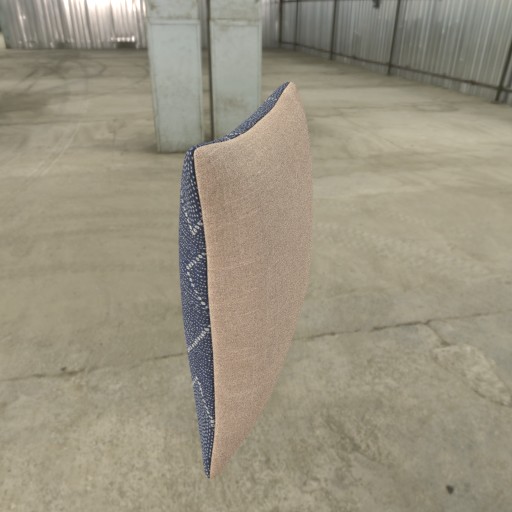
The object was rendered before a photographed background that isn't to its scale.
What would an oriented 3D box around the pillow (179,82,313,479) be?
[{"bbox_3d":[0.000,0.000,0.650,0.148,0.428,0.435,7,29,13],"label":"pillow"}]
